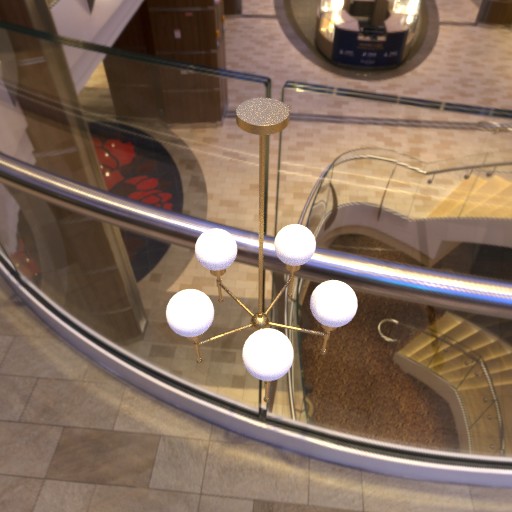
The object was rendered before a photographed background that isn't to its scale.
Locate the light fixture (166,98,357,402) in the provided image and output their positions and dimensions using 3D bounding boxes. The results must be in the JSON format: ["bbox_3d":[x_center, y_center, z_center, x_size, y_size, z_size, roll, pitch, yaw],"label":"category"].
[{"bbox_3d":[0.000,0.000,1.831,0.815,1.331,0.785,-32,55,-26],"label":"light fixture"}]
